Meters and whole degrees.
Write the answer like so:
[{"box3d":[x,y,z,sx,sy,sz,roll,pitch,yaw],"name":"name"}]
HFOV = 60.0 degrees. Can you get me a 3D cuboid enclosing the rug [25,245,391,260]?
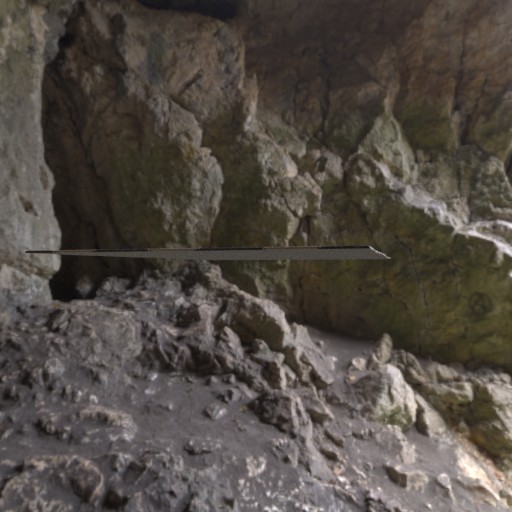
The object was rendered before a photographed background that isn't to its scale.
[{"box3d":[0.000,0.000,3.002,1.676,0.013,2.261,-1,-2,19],"name":"rug"}]
